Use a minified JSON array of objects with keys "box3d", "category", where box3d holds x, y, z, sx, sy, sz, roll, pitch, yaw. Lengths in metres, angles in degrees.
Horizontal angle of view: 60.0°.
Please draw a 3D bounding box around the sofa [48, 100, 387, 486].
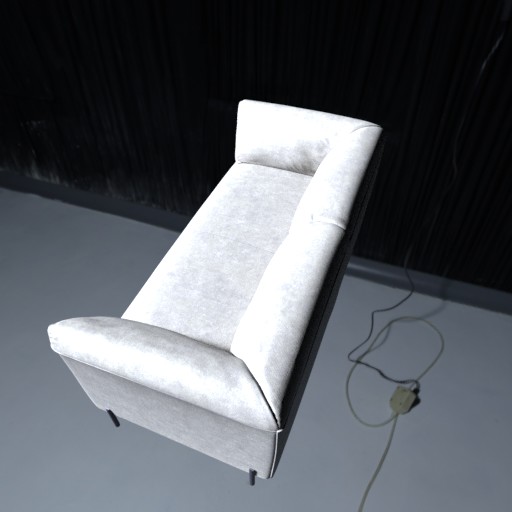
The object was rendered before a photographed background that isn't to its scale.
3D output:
[{"box3d":[0.000,0.000,2.279,0.905,0.747,1.878,16,49,15],"category":"sofa"}]
